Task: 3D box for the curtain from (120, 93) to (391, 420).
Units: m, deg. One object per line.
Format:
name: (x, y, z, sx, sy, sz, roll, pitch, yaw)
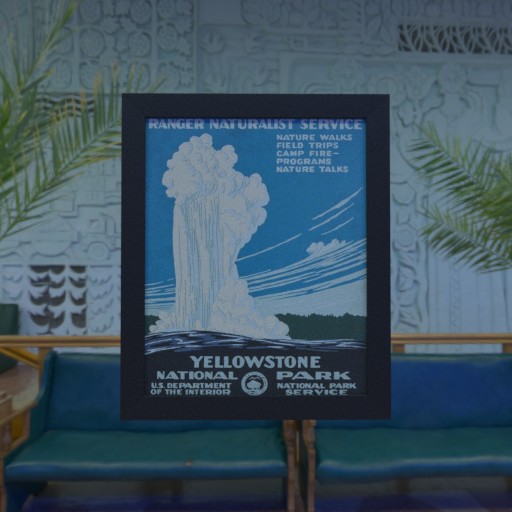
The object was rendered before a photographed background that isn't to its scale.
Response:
curtain: (0.000, 0.000, 0.807, 0.483, 0.585, 0.027, 0, -1, -1)
